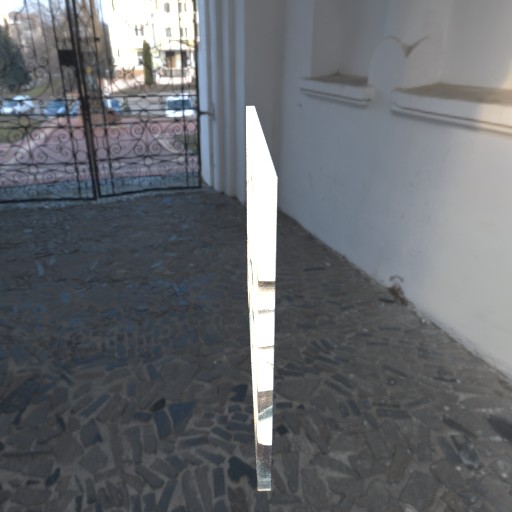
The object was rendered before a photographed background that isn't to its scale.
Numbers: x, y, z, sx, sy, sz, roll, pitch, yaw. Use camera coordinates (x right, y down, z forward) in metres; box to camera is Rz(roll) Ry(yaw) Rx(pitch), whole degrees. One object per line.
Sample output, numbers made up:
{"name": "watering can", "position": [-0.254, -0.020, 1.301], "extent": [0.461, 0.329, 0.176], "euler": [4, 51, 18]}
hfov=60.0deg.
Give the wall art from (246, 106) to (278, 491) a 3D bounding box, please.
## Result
{"name": "wall art", "position": [0.000, 0.000, 1.625], "extent": [0.039, 0.915, 1.219], "euler": [-1, 25, -2]}
